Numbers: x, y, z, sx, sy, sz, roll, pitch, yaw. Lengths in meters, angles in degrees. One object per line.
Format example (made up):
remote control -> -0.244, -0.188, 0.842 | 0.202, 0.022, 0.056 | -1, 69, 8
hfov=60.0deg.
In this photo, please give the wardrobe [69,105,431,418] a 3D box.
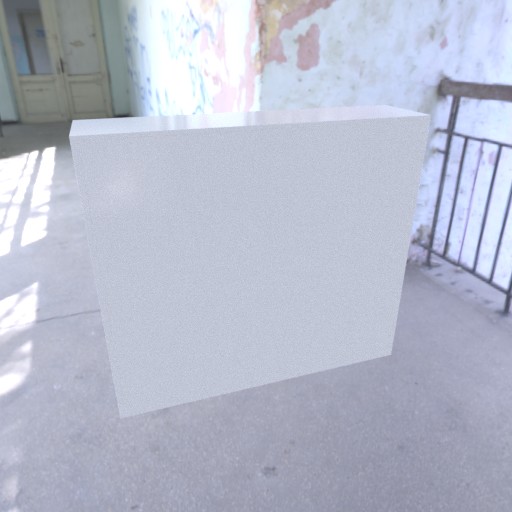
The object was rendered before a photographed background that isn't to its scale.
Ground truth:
wardrobe -> 0.000, 0.000, 1.979 | 1.340, 1.200, 0.360 | -8, 27, -17
